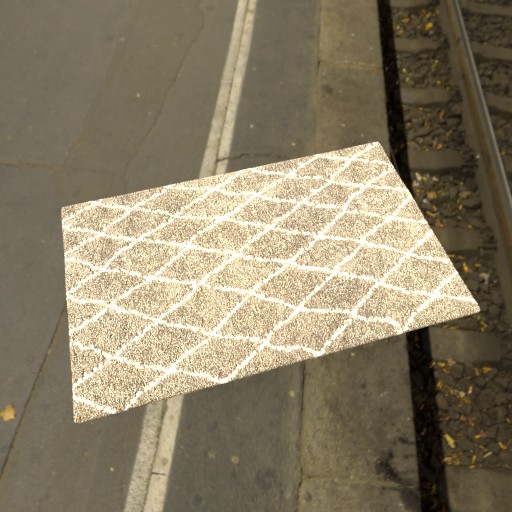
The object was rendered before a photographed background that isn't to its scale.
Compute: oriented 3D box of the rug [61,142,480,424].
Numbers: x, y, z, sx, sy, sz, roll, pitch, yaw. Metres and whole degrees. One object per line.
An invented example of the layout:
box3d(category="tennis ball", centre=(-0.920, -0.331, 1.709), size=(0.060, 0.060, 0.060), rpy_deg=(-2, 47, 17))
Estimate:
box3d(category="rug", centre=(0.000, 0.000, 2.928), size=(2.438, 0.030, 1.524), rpy_deg=(-13, 59, -8))
